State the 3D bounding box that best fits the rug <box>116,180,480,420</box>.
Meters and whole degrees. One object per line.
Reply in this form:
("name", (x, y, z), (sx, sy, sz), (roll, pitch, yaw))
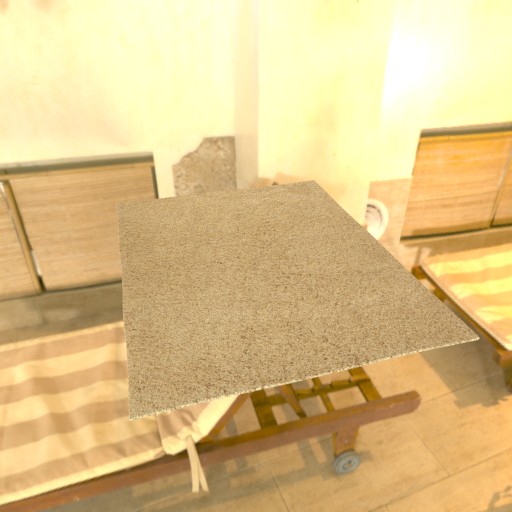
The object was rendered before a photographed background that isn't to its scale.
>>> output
("rug", (0.000, 0.000, 4.053), (2.400, 0.025, 3.000), (-9, 33, -14))
